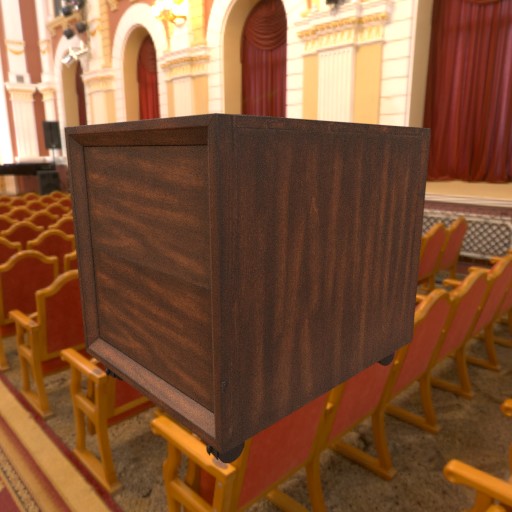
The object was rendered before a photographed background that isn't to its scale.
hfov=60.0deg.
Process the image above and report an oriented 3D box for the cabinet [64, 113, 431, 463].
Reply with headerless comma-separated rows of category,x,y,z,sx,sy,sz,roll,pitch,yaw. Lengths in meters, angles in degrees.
cabinet,0.000,0.000,0.818,0.500,0.455,0.402,-13,18,-42
